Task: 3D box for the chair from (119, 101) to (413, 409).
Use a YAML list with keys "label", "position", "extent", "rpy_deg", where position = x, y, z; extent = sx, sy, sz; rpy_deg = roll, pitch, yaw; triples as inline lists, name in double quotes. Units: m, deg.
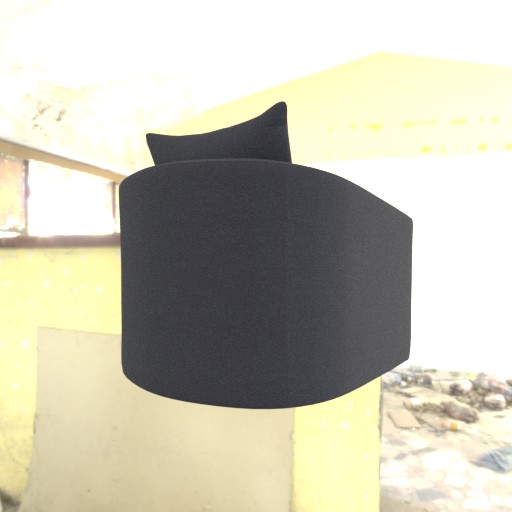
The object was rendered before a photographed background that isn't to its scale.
- label: "chair"
  position: [0.000, 0.000, 1.579]
  extent: [0.845, 0.848, 0.910]
  rpy_deg: [0, 0, 37]
